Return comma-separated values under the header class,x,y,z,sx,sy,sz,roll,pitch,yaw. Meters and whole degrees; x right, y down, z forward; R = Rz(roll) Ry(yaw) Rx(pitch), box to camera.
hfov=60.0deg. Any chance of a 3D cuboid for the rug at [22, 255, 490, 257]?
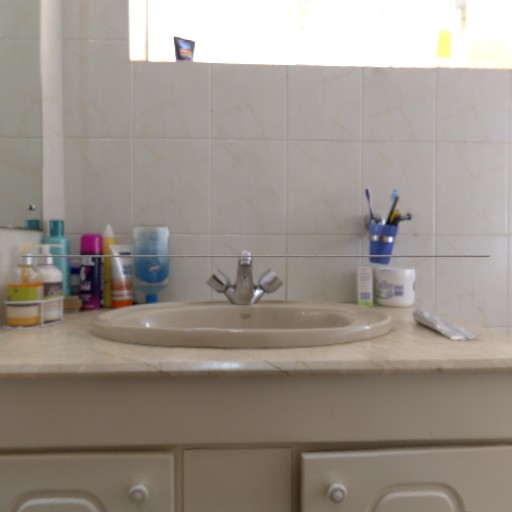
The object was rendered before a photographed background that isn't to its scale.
class,x,y,z,sx,sy,sz,roll,pitch,yaw
rug,0.000,0.000,2.219,1.749,0.015,1.141,0,1,0
